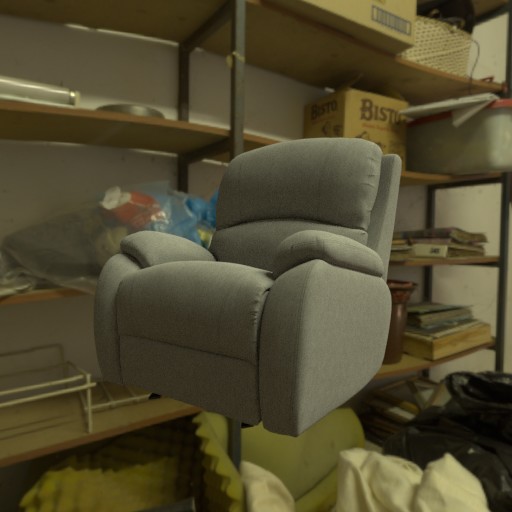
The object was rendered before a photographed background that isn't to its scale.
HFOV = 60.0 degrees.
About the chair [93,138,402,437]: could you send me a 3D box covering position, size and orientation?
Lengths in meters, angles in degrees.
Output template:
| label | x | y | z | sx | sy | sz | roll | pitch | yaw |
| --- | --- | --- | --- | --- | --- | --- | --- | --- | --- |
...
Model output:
| label | x | y | z | sx | sy | sz | roll | pitch | yaw |
| --- | --- | --- | --- | --- | --- | --- | --- | --- | --- |
| chair | 0.000 | 0.000 | 1.742 | 0.930 | 1.011 | 0.899 | 2 | 3 | 35 |
